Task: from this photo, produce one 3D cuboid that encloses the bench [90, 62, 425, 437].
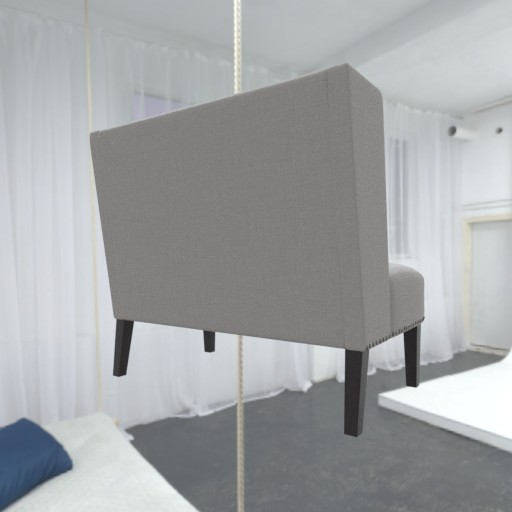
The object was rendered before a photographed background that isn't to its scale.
[{"bbox_3d":[0.000,0.000,1.978,1.280,1.123,0.847,0,0,36],"label":"bench"}]
